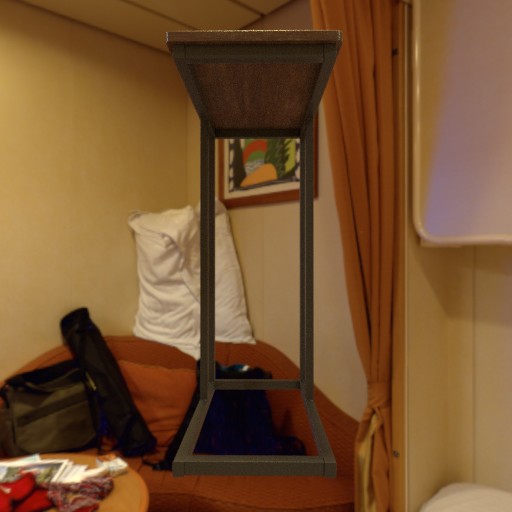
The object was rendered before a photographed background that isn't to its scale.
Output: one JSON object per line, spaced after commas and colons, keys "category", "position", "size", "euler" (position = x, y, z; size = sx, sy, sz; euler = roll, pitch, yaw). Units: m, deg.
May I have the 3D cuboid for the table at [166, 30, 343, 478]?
{"category": "table", "position": [0.000, 0.000, 0.851], "size": [0.254, 0.637, 0.450], "euler": [0, 0, 1]}
